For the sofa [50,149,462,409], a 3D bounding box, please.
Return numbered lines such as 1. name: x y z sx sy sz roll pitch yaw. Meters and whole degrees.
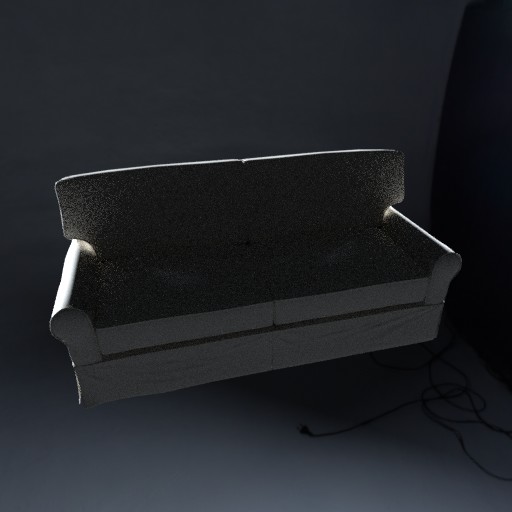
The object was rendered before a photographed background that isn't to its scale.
1. sofa: 0.000 0.000 2.440 2.021 0.937 0.862 -8 32 -12
